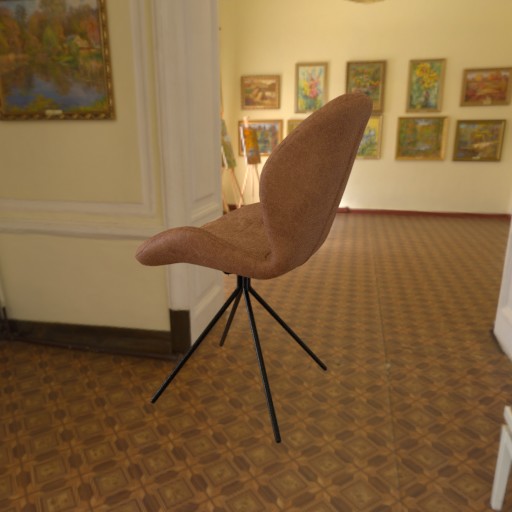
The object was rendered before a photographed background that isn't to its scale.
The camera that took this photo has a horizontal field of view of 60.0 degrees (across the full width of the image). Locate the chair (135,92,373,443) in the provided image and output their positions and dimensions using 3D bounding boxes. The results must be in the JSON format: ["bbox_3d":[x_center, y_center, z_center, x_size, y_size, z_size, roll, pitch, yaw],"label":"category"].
[{"bbox_3d":[0.000,0.000,1.368,0.640,0.929,0.527,7,17,25],"label":"chair"}]
